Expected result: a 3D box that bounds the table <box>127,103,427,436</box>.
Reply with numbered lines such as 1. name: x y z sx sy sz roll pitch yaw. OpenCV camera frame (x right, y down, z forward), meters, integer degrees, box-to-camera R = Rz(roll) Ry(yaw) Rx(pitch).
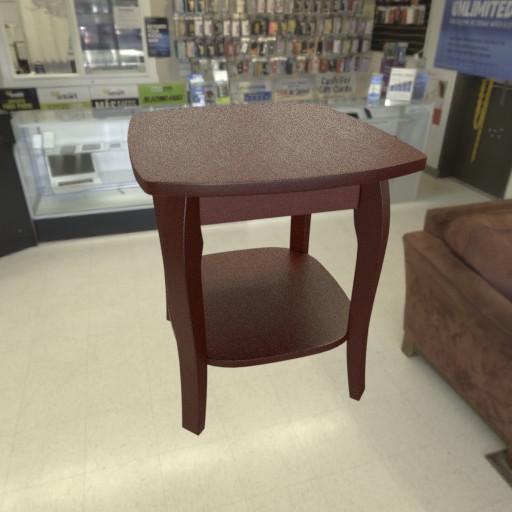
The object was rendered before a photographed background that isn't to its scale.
1. table: 0.000 0.000 0.889 0.433 0.496 0.502 -7 30 -13
